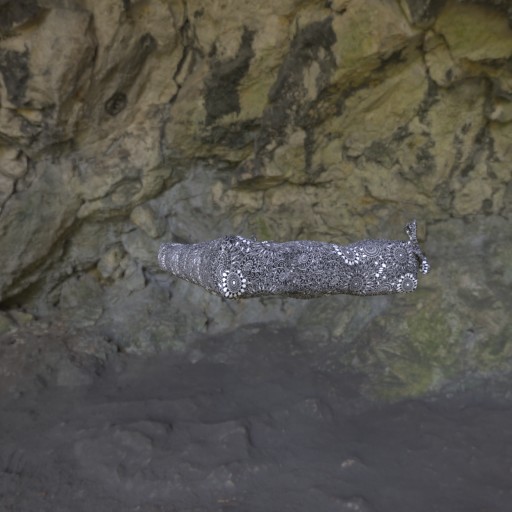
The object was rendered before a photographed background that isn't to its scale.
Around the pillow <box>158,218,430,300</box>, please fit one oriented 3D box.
[{"bbox_3d":[0.000,0.000,1.399,0.511,0.174,1.194,0,1,-18],"label":"pillow"}]
